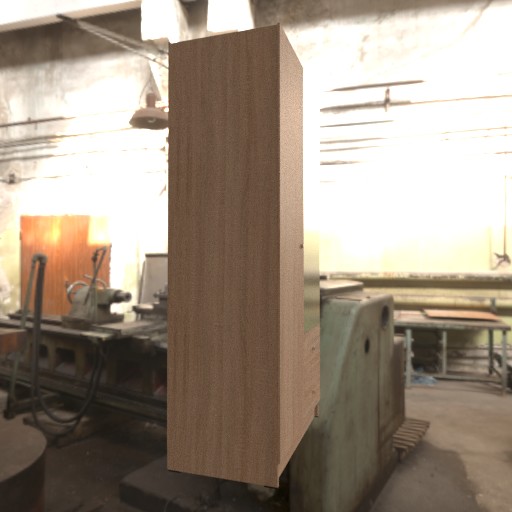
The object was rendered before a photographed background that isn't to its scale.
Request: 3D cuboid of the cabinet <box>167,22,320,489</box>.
[{"bbox_3d":[0.000,0.000,2.573,0.590,2.121,1.001,0,-1,18],"label":"cabinet"}]
